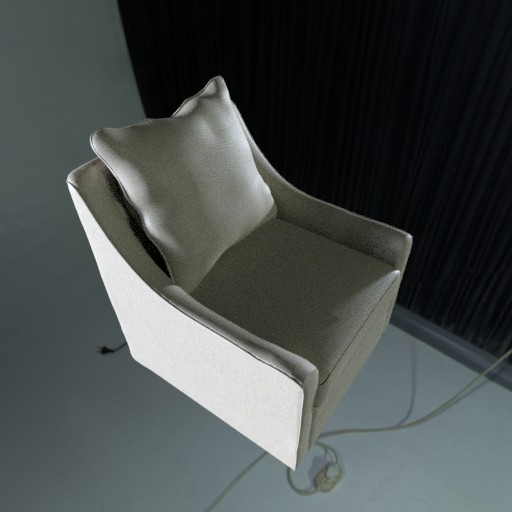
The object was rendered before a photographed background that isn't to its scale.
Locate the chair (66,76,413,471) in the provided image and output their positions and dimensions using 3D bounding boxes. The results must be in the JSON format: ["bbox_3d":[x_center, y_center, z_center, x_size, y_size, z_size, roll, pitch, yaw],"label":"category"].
[{"bbox_3d":[0.000,0.000,1.553,0.876,0.942,0.760,25,47,26],"label":"chair"}]
